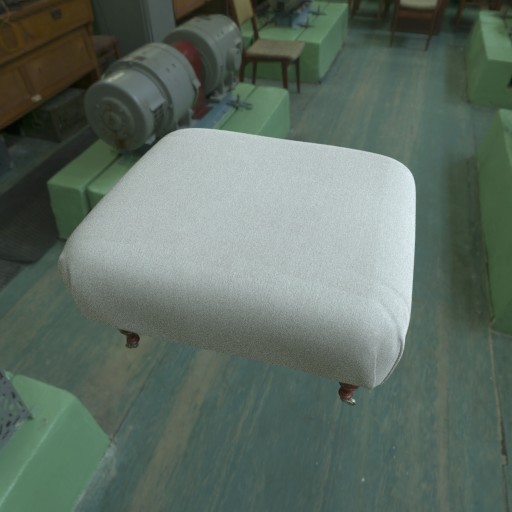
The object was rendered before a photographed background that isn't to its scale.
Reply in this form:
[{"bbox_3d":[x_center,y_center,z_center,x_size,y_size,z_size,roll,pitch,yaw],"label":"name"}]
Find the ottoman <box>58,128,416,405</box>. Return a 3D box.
[{"bbox_3d":[0.000,0.000,1.156,0.746,0.450,0.639,11,43,12],"label":"ottoman"}]
